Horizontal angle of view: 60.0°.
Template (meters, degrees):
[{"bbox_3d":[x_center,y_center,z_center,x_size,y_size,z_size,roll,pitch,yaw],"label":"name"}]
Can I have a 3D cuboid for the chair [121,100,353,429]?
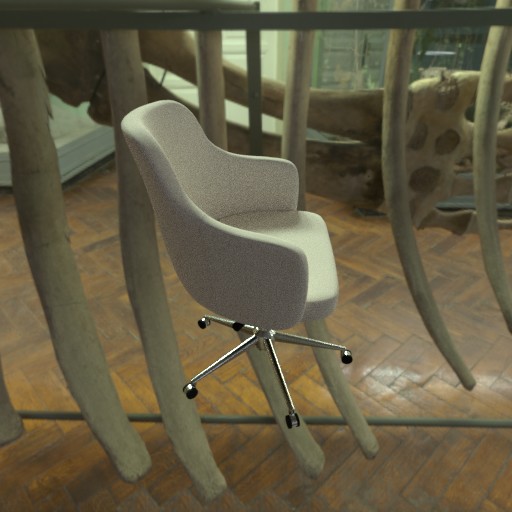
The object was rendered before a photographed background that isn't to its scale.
[{"bbox_3d":[0.000,0.000,1.299,0.647,0.819,0.602,1,31,2],"label":"chair"}]
